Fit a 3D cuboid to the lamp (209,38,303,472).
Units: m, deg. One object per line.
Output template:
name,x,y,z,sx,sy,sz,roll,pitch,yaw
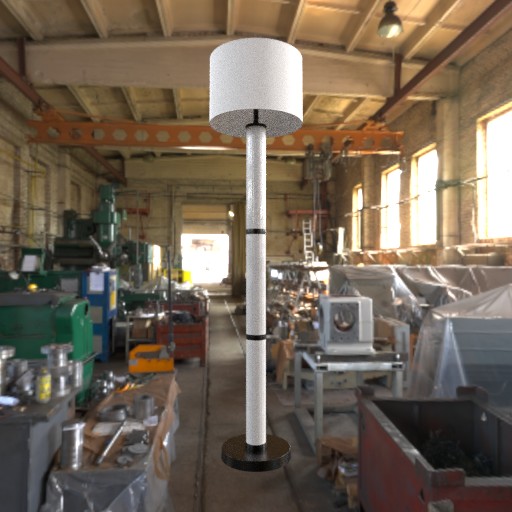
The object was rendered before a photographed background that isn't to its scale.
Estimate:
lamp,0.000,0.000,1.790,0.377,1.599,0.377,1,-1,-39
